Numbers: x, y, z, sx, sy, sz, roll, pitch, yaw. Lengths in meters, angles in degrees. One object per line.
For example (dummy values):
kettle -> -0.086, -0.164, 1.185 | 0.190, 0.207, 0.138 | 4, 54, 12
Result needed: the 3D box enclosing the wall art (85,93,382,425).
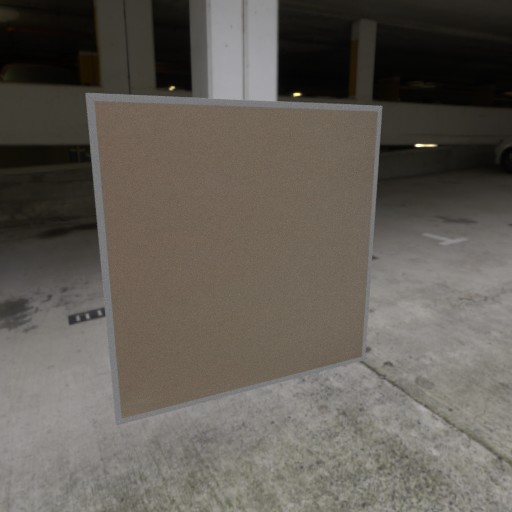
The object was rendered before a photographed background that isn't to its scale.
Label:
wall art -> 0.000, 0.000, 0.687 | 0.456, 0.456, 0.007 | -7, 16, -25
